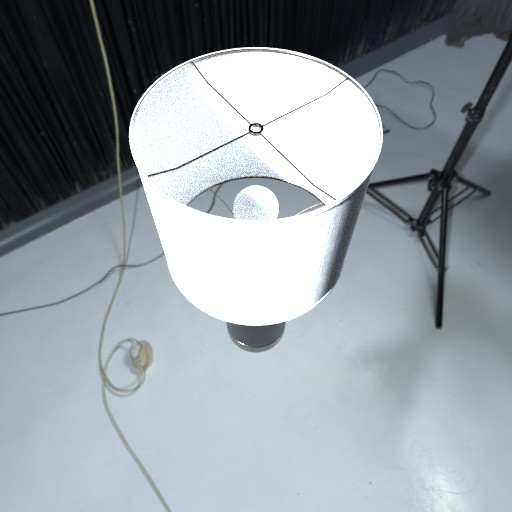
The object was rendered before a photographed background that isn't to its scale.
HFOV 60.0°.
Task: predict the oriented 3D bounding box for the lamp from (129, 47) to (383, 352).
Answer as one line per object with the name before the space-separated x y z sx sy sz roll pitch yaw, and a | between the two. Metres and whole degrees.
lamp | 0.000 0.000 0.629 0.240 0.482 0.241 -31 63 -18
